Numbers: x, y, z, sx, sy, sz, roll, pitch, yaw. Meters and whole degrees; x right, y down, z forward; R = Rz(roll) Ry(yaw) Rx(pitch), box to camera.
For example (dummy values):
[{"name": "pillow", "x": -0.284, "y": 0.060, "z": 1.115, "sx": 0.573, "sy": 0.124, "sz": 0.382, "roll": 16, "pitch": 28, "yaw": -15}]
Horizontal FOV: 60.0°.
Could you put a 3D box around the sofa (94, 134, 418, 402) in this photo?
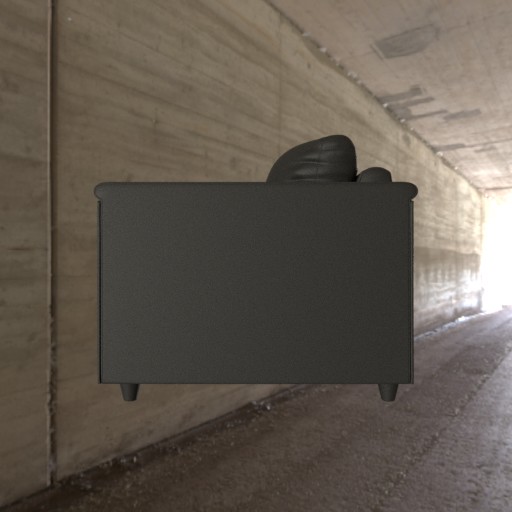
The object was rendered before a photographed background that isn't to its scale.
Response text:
[{"name": "sofa", "x": 0.000, "y": 0.000, "z": 1.890, "sx": 0.887, "sy": 0.845, "sz": 1.386, "roll": 0, "pitch": 0, "yaw": 0}]
